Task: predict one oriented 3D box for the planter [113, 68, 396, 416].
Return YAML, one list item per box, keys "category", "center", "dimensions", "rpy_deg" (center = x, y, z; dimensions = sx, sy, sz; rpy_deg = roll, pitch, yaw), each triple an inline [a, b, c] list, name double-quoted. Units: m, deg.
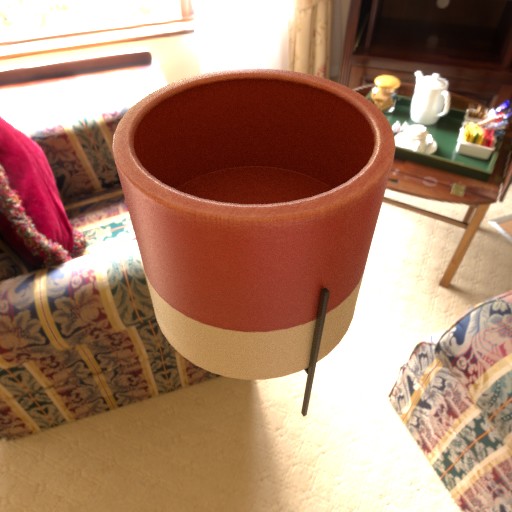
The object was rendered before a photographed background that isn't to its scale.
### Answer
- category: "planter"
  center: [0.000, 0.000, 0.714]
  dimensions: [0.345, 0.465, 0.354]
  rpy_deg: [23, 50, 21]
